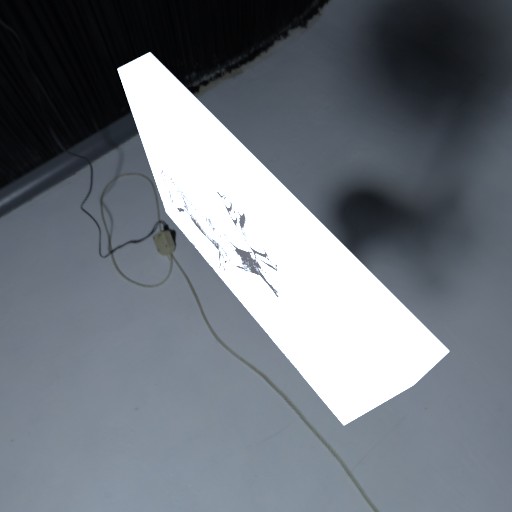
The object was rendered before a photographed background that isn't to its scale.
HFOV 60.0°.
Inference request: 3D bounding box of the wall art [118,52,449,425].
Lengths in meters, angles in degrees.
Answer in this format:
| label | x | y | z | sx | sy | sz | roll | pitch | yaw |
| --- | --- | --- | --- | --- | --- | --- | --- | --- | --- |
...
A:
| label | x | y | z | sx | sy | sz | roll | pitch | yaw |
| --- | --- | --- | --- | --- | --- | --- | --- | --- | --- |
| wall art | 0.000 | 0.000 | 0.482 | 0.038 | 0.259 | 0.381 | -35 | 69 | -16 |
